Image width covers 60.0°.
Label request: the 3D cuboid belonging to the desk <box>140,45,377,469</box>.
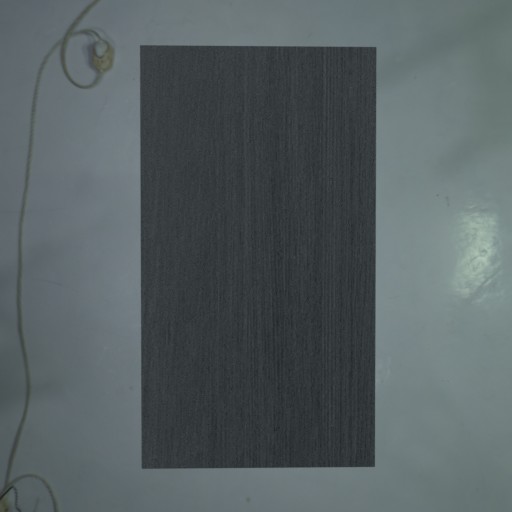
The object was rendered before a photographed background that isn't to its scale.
[{"bbox_3d":[0.000,0.000,1.299,0.498,0.724,0.893,0,91,-1],"label":"desk"}]
